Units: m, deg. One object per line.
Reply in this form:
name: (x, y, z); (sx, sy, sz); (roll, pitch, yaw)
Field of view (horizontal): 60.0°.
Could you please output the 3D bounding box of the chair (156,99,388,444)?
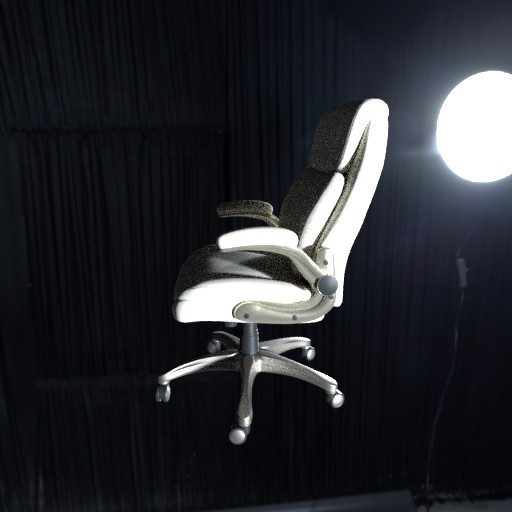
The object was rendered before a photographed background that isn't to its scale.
chair: (0.000, 0.000, 1.691); (0.794, 1.110, 0.740); (-2, 14, -8)
